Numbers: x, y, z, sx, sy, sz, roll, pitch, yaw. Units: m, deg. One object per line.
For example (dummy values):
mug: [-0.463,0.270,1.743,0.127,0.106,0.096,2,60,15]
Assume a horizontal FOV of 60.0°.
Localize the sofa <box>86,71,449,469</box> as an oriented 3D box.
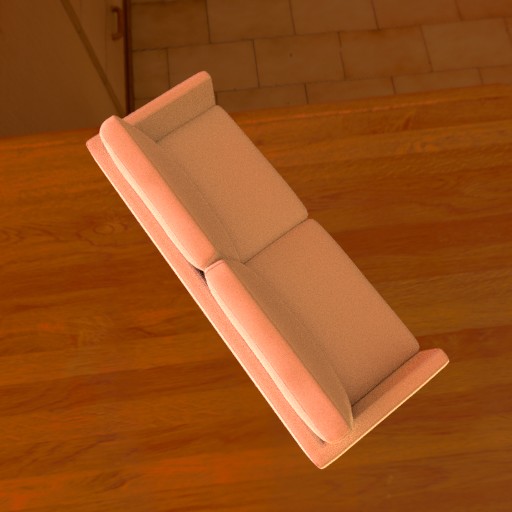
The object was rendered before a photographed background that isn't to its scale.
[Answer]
sofa: [0.000,0.000,2.837,0.951,0.962,2.361,-36,77,-10]
